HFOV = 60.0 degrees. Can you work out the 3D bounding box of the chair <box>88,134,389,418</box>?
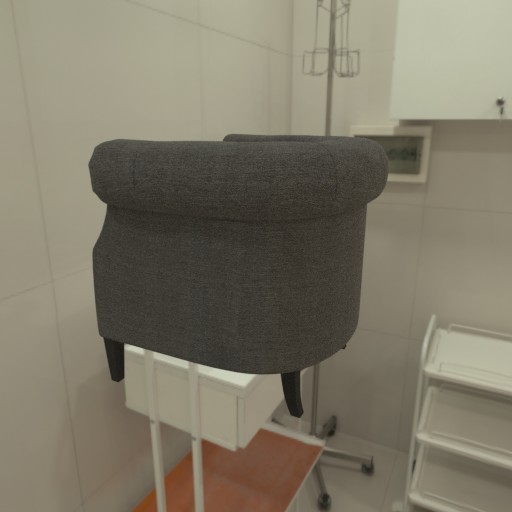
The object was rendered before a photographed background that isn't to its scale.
[{"bbox_3d":[0.000,0.000,1.582,0.852,0.827,0.905,8,19,26],"label":"chair"}]
